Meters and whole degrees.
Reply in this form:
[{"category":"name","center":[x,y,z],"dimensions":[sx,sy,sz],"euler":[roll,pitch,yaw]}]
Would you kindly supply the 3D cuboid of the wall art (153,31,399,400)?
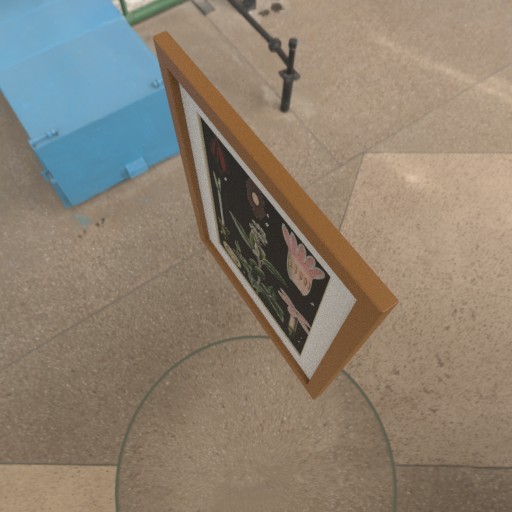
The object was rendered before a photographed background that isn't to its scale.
[{"category":"wall art","center":[0.000,0.000,0.738],"dimensions":[0.021,0.550,0.449],"euler":[-31,68,-14]}]
